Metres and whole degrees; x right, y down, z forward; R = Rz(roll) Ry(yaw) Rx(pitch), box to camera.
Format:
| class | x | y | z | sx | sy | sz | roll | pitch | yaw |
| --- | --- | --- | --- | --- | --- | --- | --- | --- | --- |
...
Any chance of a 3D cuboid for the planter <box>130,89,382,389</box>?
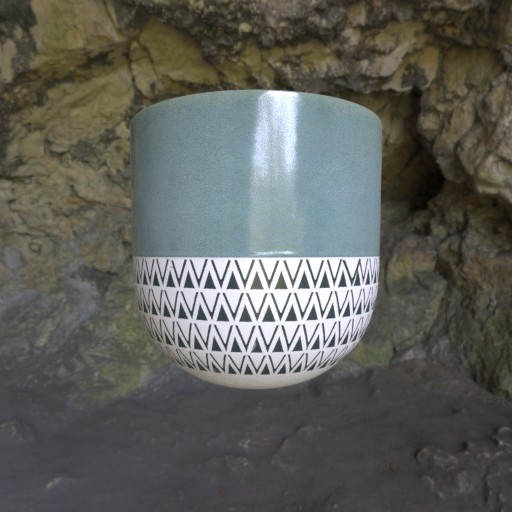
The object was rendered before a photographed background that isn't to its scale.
| class | x | y | z | sx | sy | sz | roll | pitch | yaw |
| --- | --- | --- | --- | --- | --- | --- | --- | --- | --- |
| planter | 0.000 | 0.000 | 0.488 | 0.266 | 0.270 | 0.266 | 0 | 1 | 0 |
